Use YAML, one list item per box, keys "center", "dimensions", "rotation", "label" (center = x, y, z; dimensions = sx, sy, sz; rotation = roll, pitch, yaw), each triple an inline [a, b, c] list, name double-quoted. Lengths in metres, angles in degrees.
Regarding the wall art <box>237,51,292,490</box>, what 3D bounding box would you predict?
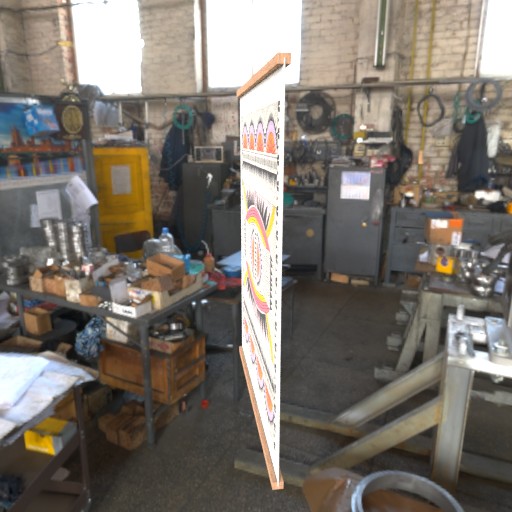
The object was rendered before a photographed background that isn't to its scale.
- center: [0.000, 0.000, 1.349]
  dimensions: [0.028, 1.016, 0.765]
  rotation: [-2, 15, -8]
  label: "wall art"
